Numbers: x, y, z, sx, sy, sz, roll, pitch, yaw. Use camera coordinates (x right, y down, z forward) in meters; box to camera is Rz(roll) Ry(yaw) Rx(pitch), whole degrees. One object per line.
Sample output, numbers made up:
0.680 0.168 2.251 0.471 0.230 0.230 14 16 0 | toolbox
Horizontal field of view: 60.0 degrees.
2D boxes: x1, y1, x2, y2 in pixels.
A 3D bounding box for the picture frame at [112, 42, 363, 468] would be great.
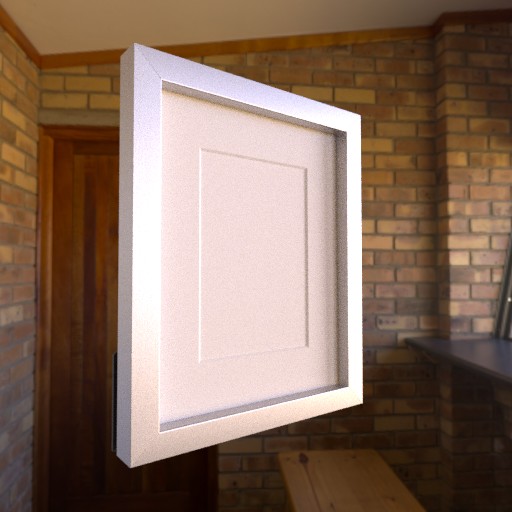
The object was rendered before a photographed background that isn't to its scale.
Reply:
0.000 0.000 0.377 0.233 0.282 0.036 1 -2 -37 | picture frame
